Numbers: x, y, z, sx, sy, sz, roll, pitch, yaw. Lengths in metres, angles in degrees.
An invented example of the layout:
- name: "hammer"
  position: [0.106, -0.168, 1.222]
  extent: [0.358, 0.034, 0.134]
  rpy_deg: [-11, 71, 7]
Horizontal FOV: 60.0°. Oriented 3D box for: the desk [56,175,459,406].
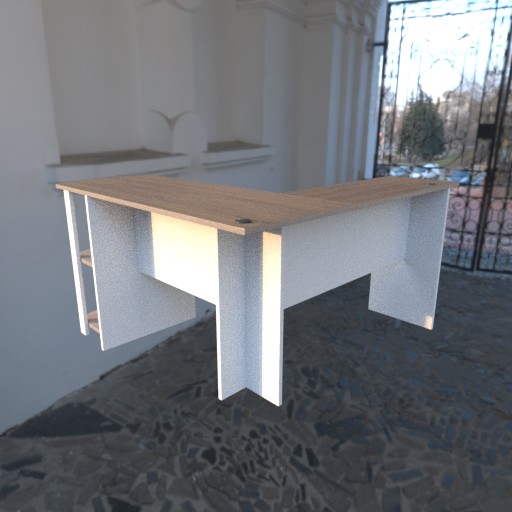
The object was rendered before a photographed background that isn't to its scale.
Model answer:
- name: "desk"
  position: [0.000, 0.000, 2.141]
  extent: [1.361, 0.716, 1.303]
  rpy_deg: [-16, 23, -42]
